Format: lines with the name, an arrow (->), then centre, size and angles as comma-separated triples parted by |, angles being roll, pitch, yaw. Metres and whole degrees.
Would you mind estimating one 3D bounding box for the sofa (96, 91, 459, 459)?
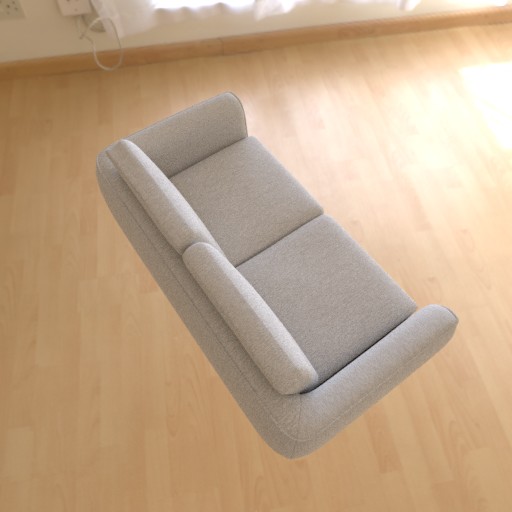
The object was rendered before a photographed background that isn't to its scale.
sofa -> 0.000, 0.000, 2.160 | 0.920, 0.850, 1.700 | -32, 65, -17
